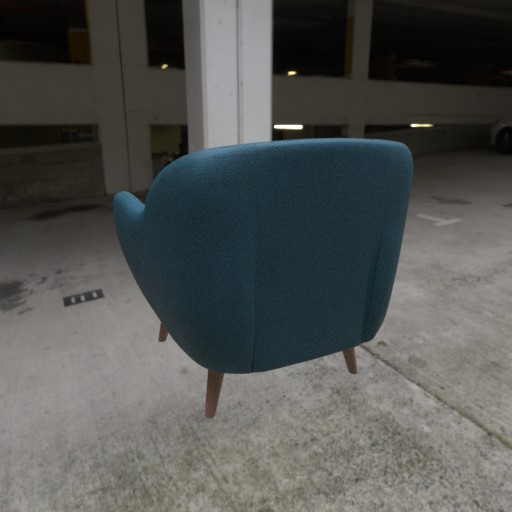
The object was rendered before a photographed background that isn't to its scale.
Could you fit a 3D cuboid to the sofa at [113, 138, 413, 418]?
[{"bbox_3d":[0.000,0.000,1.545,0.836,0.817,0.825,-8,19,-25],"label":"sofa"}]
